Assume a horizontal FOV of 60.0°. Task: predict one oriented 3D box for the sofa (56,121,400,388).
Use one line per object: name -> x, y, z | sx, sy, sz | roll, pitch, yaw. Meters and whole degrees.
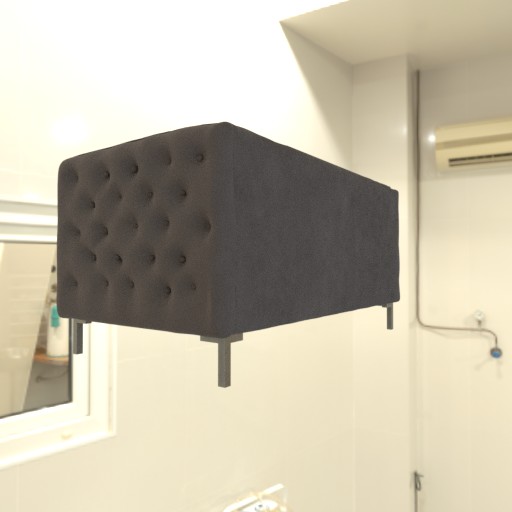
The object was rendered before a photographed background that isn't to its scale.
sofa -> 0.000, 0.000, 2.141 | 0.909, 0.810, 1.583 | -1, -1, 36
